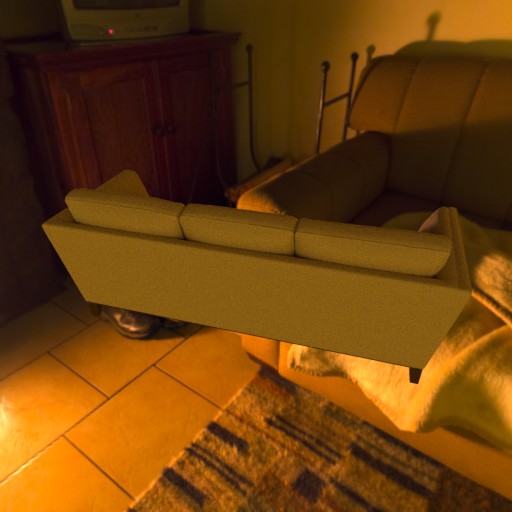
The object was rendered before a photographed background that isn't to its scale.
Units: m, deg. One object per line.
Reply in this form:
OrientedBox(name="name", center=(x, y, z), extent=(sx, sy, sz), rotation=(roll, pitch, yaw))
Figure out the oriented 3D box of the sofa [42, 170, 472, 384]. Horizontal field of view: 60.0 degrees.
OrientedBox(name="sofa", center=(0.000, 0.000, 2.887), extent=(2.388, 0.940, 0.965), rotation=(9, 32, 14))
